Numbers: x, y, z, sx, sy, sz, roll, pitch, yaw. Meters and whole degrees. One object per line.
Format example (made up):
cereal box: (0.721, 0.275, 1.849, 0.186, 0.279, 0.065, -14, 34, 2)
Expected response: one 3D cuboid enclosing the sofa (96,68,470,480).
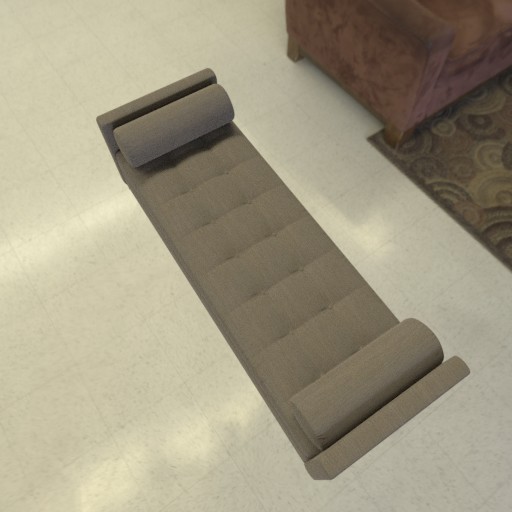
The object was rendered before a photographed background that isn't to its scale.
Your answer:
sofa: (0.000, 0.000, 2.238, 0.686, 0.635, 1.981, -30, 67, -14)
